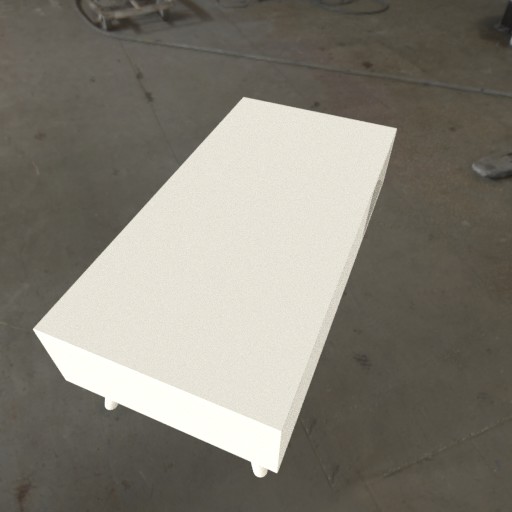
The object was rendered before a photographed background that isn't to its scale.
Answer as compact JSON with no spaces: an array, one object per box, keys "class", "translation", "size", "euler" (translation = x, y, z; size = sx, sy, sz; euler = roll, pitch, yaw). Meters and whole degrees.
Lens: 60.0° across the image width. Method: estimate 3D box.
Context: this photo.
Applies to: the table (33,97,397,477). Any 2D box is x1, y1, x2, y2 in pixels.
[{"class":"table","translation":[0.000,0.000,1.469],"size":[0.609,0.432,1.194],"euler":[17,49,15]}]
